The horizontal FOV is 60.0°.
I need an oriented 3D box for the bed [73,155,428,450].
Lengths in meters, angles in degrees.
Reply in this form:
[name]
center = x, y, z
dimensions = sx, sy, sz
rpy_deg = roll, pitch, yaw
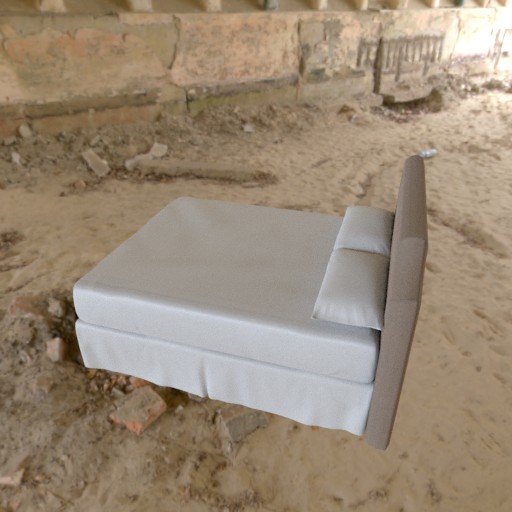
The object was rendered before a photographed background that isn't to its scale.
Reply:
[bed]
center = 0.000, 0.000, 3.267
dimensions = 2.164, 1.303, 1.828
rpy_deg = 9, 31, 15
